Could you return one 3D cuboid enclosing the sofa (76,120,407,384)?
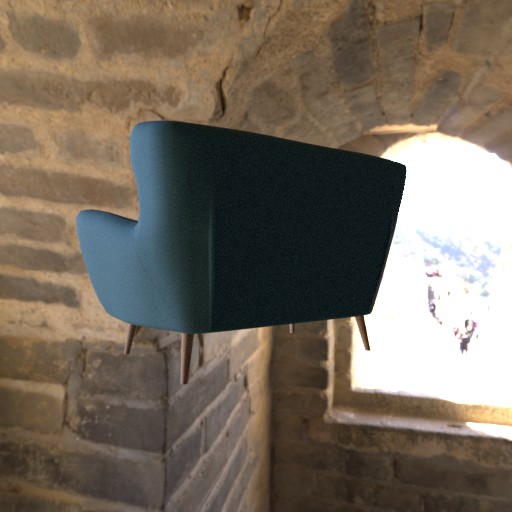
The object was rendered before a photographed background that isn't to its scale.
[{"bbox_3d":[0.000,0.000,2.017,1.397,0.889,0.889,0,0,-35],"label":"sofa"}]
